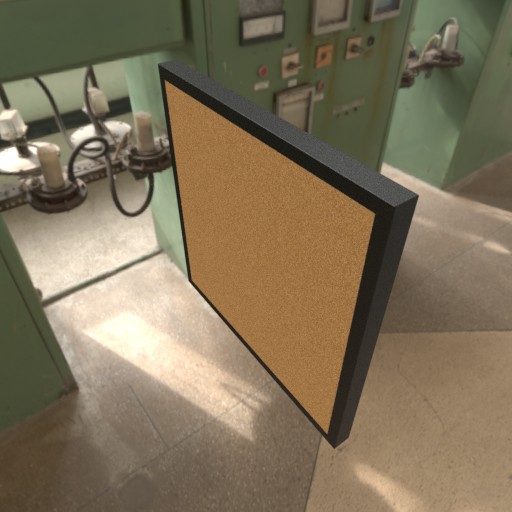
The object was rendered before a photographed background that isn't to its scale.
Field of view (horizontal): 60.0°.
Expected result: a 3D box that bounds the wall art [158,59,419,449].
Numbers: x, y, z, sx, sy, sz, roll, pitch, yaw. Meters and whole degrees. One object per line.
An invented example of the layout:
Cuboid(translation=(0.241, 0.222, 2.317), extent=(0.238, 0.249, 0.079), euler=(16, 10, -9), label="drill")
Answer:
Cuboid(translation=(0.000, 0.000, 0.757), extent=(0.036, 0.508, 0.508), euler=(-26, 48, -26), label="wall art")
